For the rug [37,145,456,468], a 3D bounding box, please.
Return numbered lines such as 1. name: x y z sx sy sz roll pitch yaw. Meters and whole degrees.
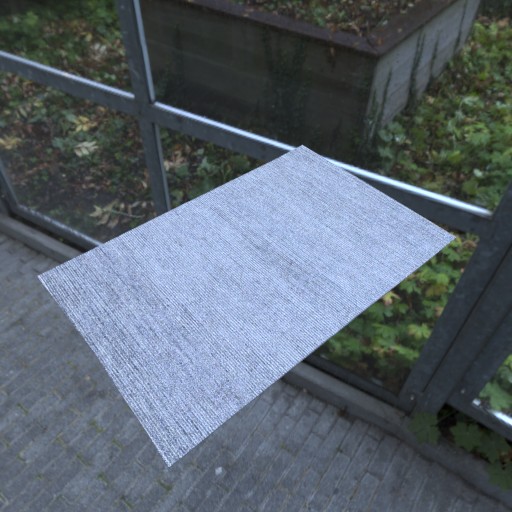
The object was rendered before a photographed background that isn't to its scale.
1. rug: 0.000 0.000 2.228 1.789 0.021 1.159 -31 54 -27
